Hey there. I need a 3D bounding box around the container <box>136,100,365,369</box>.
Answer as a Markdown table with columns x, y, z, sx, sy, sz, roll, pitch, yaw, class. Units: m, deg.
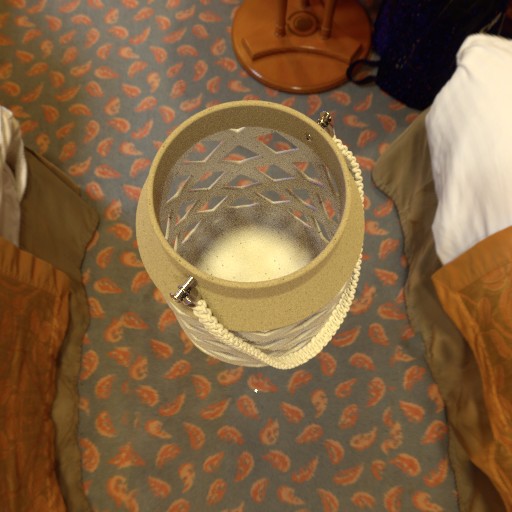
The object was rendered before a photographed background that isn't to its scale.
| x | y | z | sx | sy | sz | roll | pitch | yaw | class |
| --- | --- | --- | --- | --- | --- | --- | --- | --- | --- |
| 0.000 | 0.000 | 0.393 | 0.198 | 0.264 | 0.188 | 36 | 76 | 10 | container |
